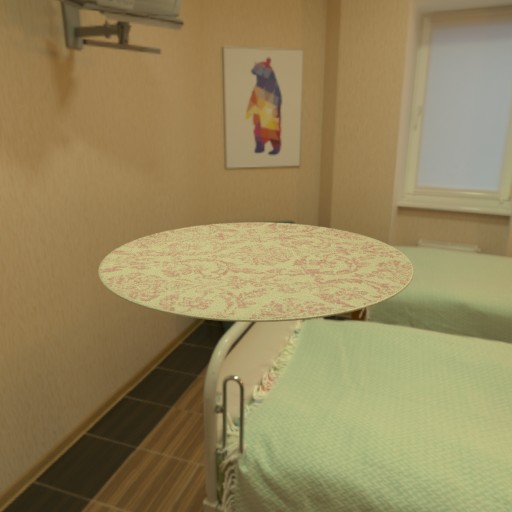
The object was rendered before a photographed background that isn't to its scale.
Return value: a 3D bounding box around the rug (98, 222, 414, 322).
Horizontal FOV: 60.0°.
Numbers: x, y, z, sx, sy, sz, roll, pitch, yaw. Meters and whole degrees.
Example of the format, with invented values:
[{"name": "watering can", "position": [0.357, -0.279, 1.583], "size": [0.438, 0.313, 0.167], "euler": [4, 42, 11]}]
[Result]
[{"name": "rug", "position": [0.000, 0.000, 2.362], "size": [1.593, 0.012, 1.593], "euler": [0, 17, 0]}]
